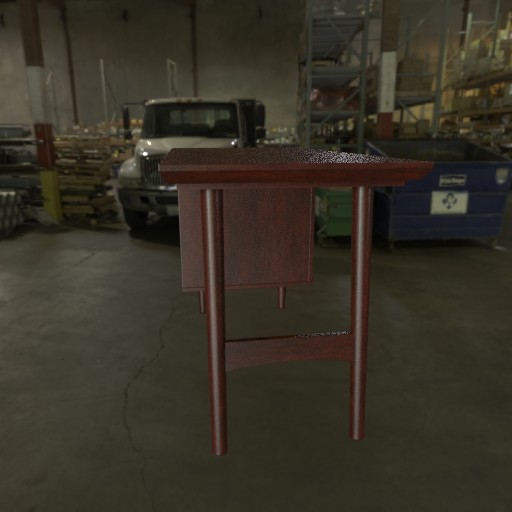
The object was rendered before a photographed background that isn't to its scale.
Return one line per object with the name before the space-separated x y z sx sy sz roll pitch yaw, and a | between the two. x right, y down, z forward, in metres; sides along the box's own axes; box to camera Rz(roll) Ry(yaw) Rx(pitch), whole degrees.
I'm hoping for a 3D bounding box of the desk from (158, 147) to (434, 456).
desk | 0.000 0.000 1.665 0.612 0.758 1.277 -2 15 -9
